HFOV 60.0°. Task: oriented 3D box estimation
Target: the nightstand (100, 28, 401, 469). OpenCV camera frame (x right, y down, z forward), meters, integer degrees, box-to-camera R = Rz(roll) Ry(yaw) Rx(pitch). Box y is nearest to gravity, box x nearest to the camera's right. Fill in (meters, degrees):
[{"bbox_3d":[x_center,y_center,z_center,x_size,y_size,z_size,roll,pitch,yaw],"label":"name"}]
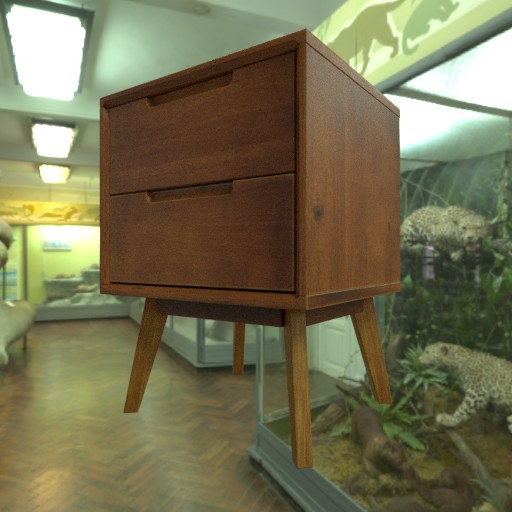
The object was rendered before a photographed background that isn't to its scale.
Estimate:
[{"bbox_3d":[0.000,0.000,0.901,0.460,0.618,0.411,0,0,35],"label":"nightstand"}]
